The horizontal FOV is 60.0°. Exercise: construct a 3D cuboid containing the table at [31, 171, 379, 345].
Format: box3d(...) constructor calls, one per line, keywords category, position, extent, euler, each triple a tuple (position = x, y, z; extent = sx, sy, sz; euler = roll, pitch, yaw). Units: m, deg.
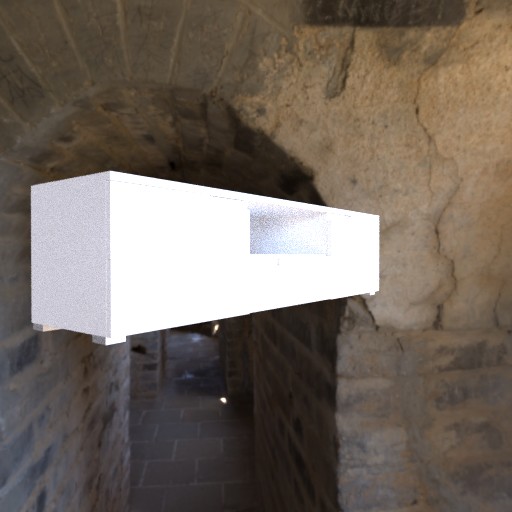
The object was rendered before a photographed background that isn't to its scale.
box3d(category="table", position=(0.000, 0.000, 1.832), extent=(0.390, 0.420, 1.650), euler=(0, 1, 38))
